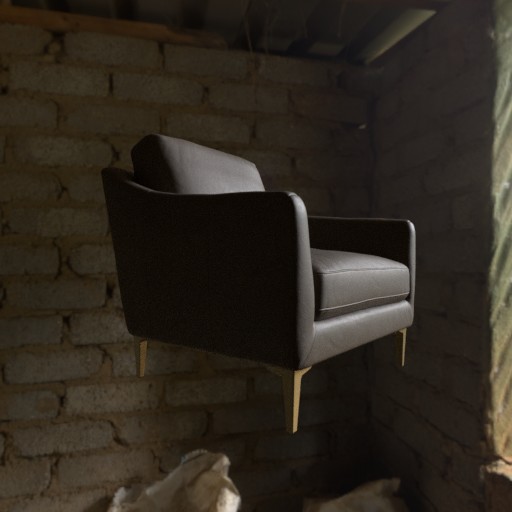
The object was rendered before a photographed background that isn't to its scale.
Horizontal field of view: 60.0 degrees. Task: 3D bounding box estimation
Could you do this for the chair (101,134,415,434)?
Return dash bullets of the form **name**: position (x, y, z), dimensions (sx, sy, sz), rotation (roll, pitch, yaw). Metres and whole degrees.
- **chair**: position (0.000, 0.000, 1.712), dimensions (0.961, 0.901, 0.988), rotation (0, -1, 36)
